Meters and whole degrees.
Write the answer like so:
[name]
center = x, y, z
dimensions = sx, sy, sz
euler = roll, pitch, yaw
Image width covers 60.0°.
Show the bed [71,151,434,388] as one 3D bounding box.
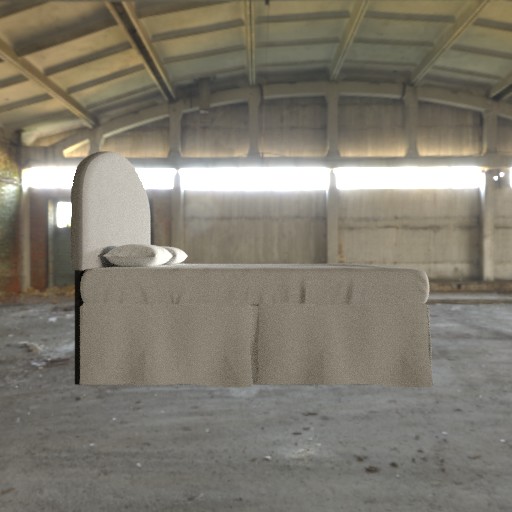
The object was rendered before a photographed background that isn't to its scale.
[bed]
center = 0.000, 0.000, 3.144
dimensions = 2.005, 1.410, 1.607
euler = 0, 0, 0
